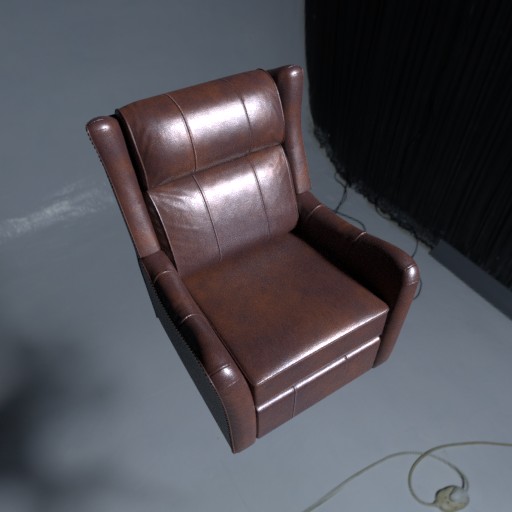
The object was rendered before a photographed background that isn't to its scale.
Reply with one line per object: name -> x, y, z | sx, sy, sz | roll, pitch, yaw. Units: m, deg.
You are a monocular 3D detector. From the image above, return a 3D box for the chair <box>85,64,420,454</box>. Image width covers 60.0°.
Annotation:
chair -> 0.000, 0.000, 1.781 | 0.869, 1.084, 1.008 | -24, 51, -21
